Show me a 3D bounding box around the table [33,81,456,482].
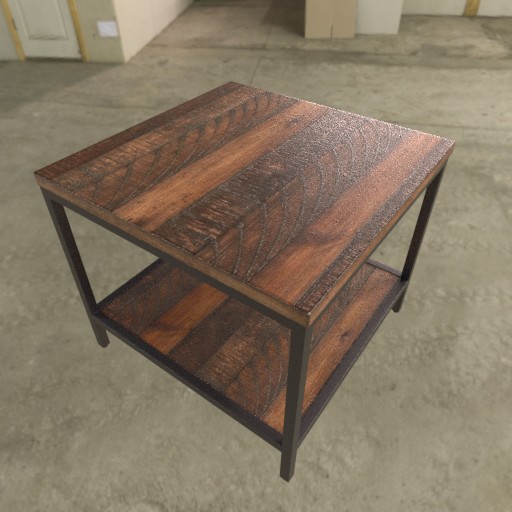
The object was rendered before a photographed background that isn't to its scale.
[{"bbox_3d":[0.000,0.000,0.965,0.553,0.482,0.548,25,47,26],"label":"table"}]
